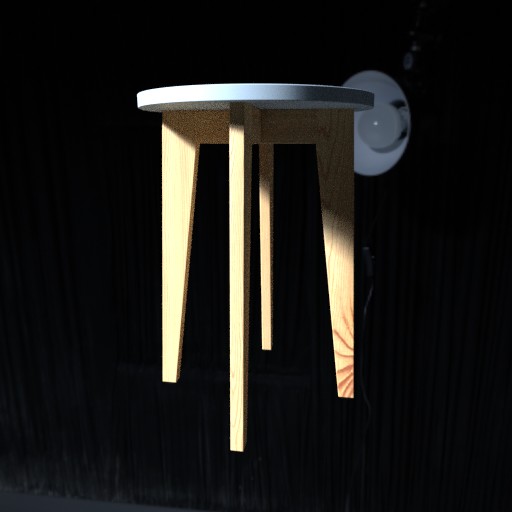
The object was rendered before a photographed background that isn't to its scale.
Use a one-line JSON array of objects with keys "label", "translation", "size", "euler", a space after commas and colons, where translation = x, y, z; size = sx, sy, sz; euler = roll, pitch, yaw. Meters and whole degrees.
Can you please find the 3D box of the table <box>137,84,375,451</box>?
[{"label": "table", "translation": [0.000, 0.000, 0.739], "size": [0.350, 0.500, 0.350], "euler": [0, 15, 0]}]
